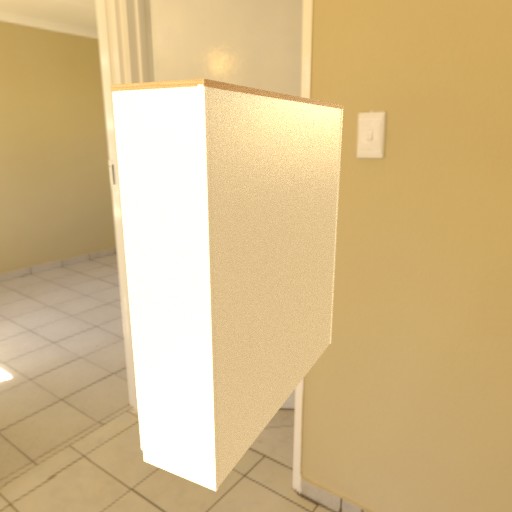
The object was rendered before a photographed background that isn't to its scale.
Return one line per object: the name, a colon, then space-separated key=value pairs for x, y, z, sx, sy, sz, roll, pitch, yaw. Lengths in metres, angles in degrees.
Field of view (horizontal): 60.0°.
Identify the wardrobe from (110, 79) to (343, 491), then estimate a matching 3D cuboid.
wardrobe: x=0.000 y=0.000 z=3.352 sx=0.590 sy=2.260 sz=2.160 roll=8 pitch=17 yaw=26
